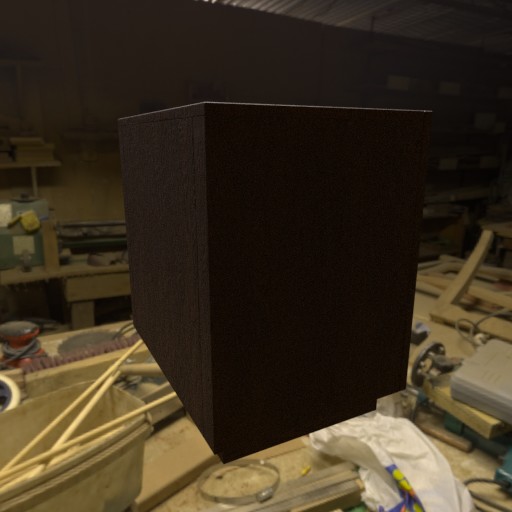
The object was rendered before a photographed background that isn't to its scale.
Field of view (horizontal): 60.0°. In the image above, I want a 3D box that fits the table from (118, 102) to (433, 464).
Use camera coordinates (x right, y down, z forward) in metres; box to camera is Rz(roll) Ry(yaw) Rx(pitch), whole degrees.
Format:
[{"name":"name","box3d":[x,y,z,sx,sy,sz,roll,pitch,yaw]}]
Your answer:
[{"name":"table","box3d":[0.000,0.000,0.969,0.439,0.585,0.560,-8,17,-27]}]
